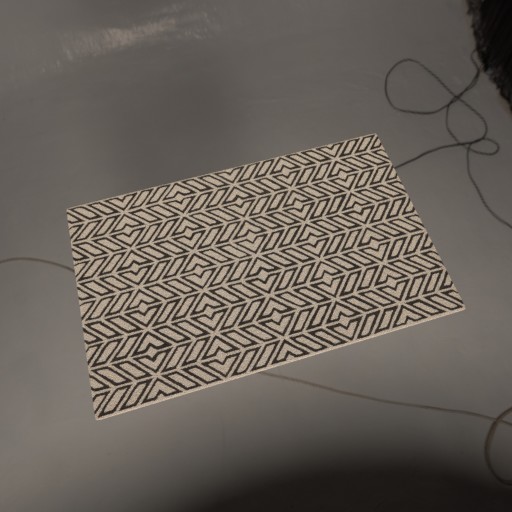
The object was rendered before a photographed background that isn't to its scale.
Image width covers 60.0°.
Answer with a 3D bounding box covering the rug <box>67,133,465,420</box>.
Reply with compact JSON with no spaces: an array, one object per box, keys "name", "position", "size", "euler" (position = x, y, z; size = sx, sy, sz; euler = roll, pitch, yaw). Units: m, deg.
[{"name":"rug","position":[0.000,0.000,3.078],"size":[2.438,0.008,1.523],"euler":[-15,66,-7]}]
